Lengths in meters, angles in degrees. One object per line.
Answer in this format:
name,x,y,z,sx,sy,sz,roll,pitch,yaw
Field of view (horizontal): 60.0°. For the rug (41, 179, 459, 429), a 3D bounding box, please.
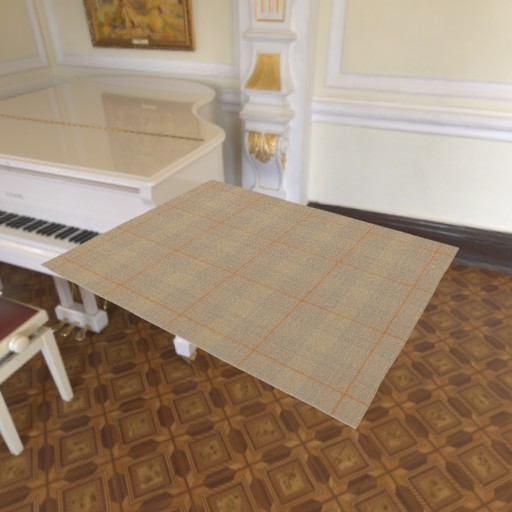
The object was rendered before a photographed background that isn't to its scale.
rug,0.000,0.000,4.120,3.051,0.021,2.448,20,37,29
